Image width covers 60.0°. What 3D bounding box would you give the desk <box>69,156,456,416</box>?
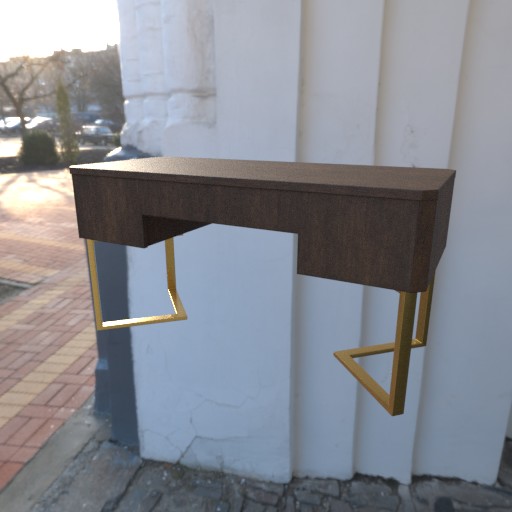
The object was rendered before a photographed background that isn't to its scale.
[{"bbox_3d":[0.000,0.000,1.941,1.479,0.762,0.684,9,19,27],"label":"desk"}]
